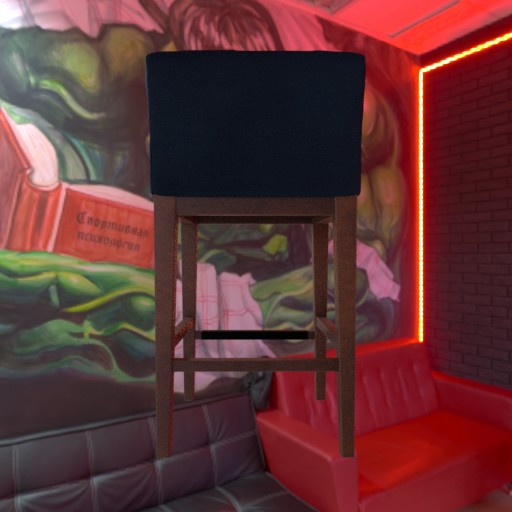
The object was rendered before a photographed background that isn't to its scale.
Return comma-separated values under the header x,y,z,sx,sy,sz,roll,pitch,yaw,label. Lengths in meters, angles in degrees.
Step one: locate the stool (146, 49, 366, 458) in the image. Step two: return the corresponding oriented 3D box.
x,y,z,sx,sy,sz,roll,pitch,yaw,label
0.000,0.000,1.238,0.511,0.945,0.516,0,0,0,stool
